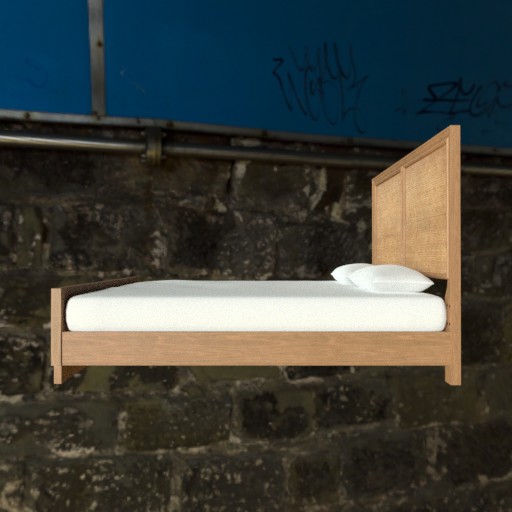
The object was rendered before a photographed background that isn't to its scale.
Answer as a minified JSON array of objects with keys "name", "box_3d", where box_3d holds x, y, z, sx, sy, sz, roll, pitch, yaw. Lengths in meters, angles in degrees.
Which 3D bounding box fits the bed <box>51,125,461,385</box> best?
[{"name":"bed","box_3d":[0.000,0.000,3.168,2.184,1.387,1.606,0,0,0]}]
